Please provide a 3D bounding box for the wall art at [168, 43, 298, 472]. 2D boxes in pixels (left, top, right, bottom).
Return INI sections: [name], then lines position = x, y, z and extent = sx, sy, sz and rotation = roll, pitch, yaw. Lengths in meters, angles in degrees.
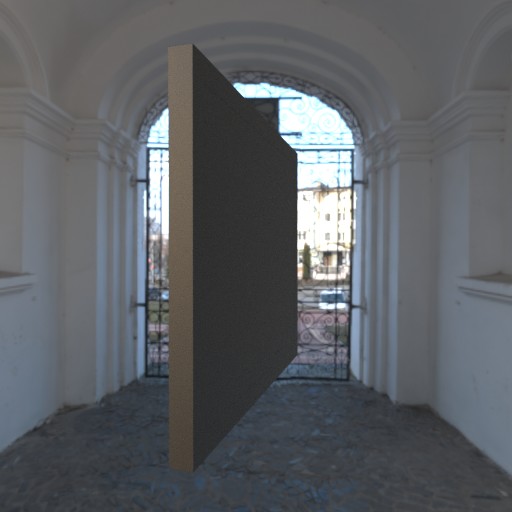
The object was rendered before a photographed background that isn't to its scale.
[wall art]
position = 0.000, 0.000, 0.742
extent = 0.029, 0.457, 0.558
rotation = 0, 1, 17
